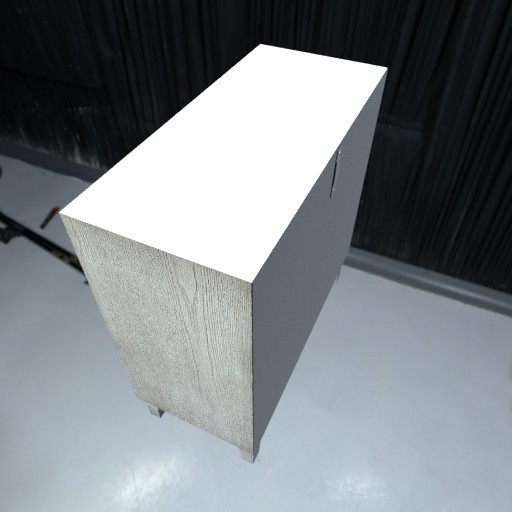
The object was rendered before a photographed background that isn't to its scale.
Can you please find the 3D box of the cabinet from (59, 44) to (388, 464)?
[{"bbox_3d":[0.000,0.000,1.204,0.370,0.787,0.781,19,49,17],"label":"cabinet"}]
